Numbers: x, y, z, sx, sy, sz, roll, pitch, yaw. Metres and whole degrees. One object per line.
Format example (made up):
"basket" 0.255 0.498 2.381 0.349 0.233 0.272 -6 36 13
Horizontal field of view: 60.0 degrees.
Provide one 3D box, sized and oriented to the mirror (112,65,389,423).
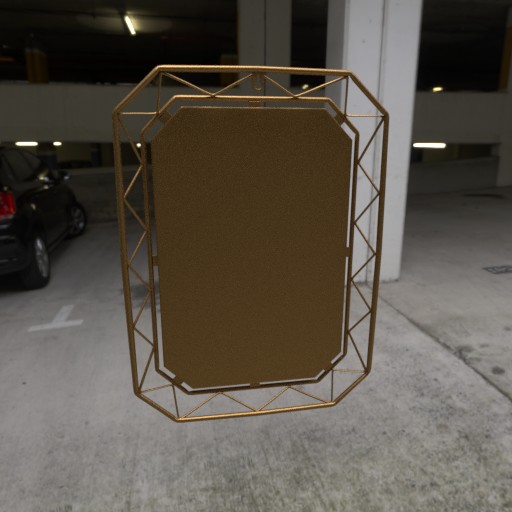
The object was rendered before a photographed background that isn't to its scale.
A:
"mirror" 0.000 0.000 0.716 0.417 0.566 0.042 -3 15 -10
